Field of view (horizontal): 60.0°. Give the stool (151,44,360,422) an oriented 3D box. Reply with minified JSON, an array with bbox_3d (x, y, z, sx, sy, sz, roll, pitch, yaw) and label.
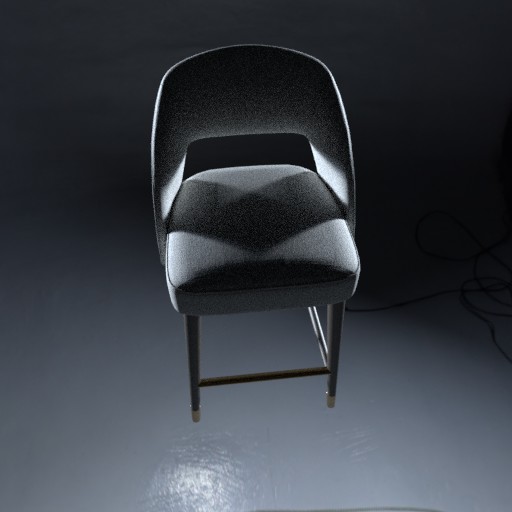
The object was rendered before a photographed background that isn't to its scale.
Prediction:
[{"bbox_3d":[0.000,0.000,1.223,0.494,0.940,0.509,-5,48,-4],"label":"stool"}]
